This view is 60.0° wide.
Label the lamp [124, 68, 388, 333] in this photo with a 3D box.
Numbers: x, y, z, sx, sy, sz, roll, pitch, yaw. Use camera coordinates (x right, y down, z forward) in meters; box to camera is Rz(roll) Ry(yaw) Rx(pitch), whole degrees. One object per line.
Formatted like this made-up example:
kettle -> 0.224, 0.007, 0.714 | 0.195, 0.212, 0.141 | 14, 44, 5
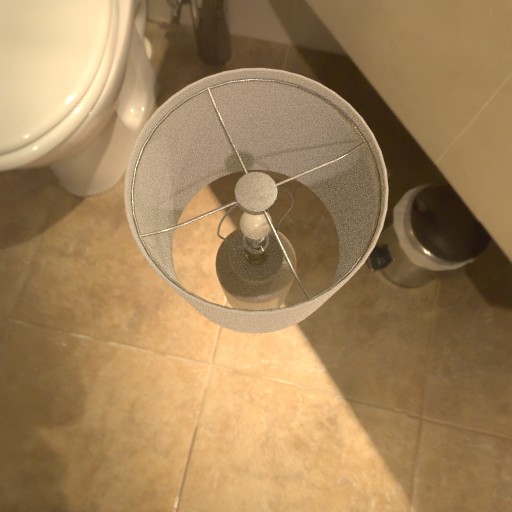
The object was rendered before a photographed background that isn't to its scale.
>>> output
lamp -> 0.000, 0.000, 0.594 | 0.212, 0.493, 0.212 | -23, 77, -6
